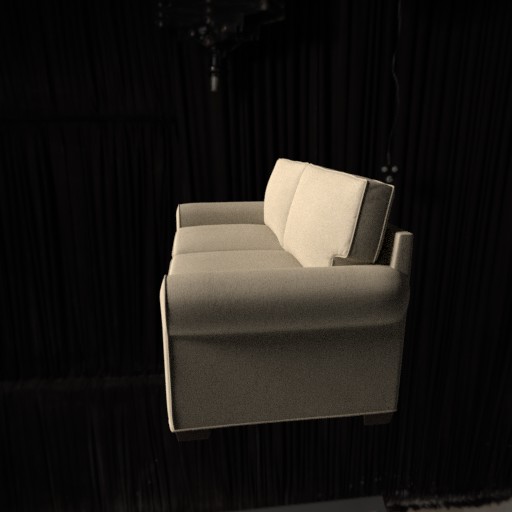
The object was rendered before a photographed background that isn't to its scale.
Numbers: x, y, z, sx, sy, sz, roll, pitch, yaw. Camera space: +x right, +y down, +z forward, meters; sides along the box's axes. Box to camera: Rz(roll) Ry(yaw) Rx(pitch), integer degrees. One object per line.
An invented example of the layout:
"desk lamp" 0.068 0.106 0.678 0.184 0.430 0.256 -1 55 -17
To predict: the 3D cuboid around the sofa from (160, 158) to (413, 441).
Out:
"sofa" 0.000 0.000 2.284 0.861 0.933 1.774 -2 15 -8
